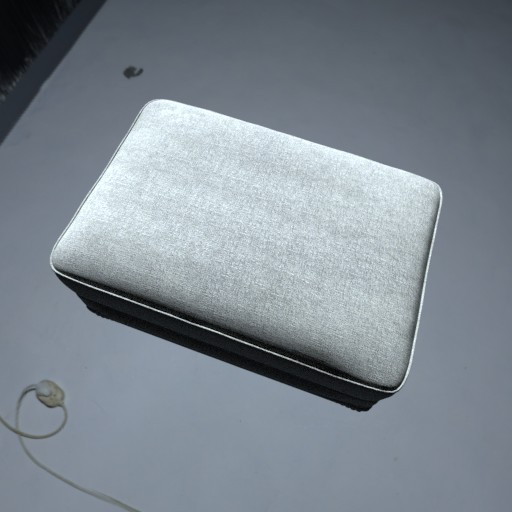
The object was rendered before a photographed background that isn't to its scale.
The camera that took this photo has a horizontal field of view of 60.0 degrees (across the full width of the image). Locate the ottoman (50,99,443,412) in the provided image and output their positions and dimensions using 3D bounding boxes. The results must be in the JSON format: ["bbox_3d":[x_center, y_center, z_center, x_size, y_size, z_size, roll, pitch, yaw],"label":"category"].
[{"bbox_3d":[0.000,0.000,1.173,0.813,0.457,0.561,18,65,9],"label":"ottoman"}]
